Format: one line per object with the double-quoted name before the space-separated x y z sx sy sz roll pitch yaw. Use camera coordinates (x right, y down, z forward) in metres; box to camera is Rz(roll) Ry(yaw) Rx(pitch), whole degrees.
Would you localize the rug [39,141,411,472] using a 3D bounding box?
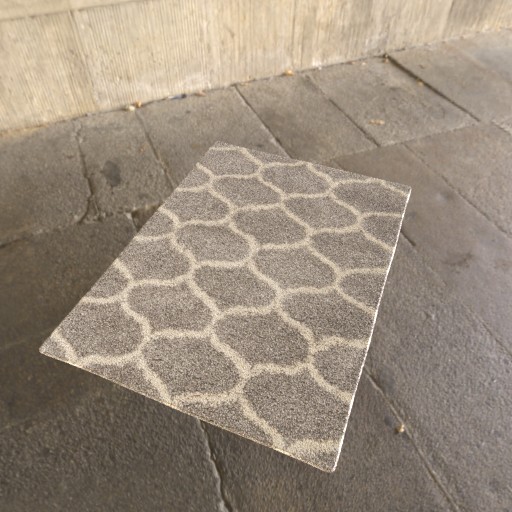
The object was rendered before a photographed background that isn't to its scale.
"rug" 0.000 0.000 2.092 1.200 0.025 1.600 17 49 15
